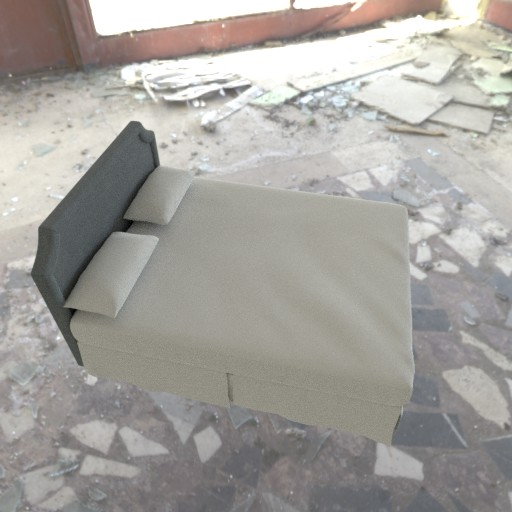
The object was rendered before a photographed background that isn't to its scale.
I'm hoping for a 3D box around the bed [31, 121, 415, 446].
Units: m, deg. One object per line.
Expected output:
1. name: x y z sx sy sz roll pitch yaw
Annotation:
1. bed: 0.000 0.000 3.479 2.464 1.306 1.977 9 46 9
